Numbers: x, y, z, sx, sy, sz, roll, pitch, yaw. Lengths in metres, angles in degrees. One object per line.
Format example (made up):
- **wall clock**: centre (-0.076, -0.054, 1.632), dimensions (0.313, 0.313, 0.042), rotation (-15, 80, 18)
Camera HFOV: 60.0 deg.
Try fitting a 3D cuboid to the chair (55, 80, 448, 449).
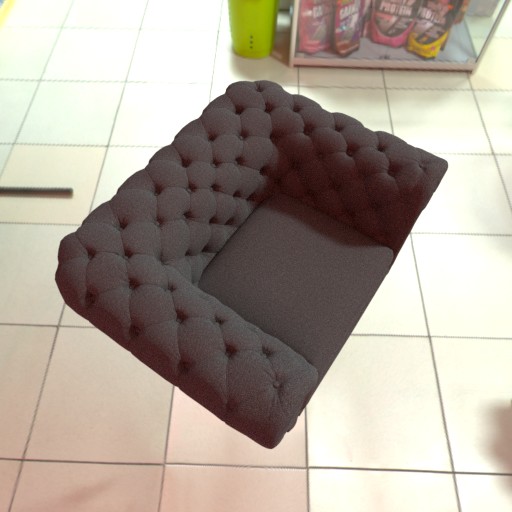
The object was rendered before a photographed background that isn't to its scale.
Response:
- **chair**: centre (0.000, 0.000, 1.855), dimensions (0.976, 0.770, 1.270), rotation (31, 64, 17)
